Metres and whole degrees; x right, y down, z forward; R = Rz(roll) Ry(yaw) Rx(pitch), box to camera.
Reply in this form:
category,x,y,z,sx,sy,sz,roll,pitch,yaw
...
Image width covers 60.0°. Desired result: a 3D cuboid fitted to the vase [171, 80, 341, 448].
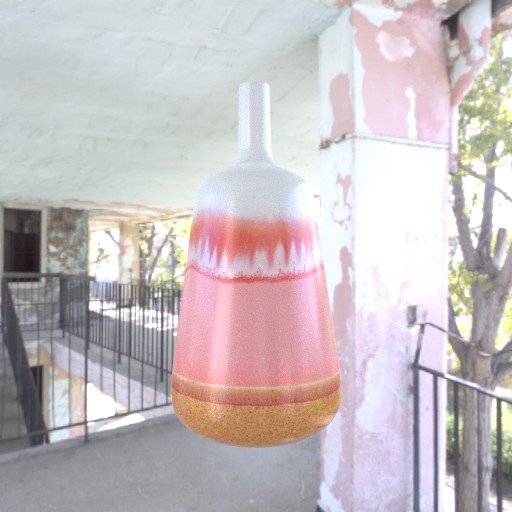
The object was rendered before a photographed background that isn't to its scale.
category,x,y,z,sx,sy,sz,roll,pitch,yaw
vase,0.000,0.000,0.385,0.144,0.296,0.144,0,-1,0
